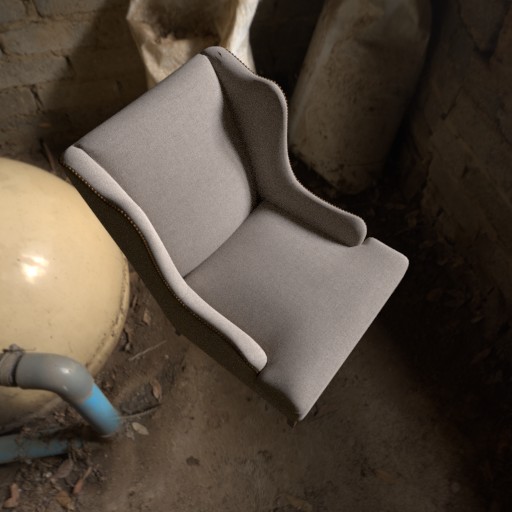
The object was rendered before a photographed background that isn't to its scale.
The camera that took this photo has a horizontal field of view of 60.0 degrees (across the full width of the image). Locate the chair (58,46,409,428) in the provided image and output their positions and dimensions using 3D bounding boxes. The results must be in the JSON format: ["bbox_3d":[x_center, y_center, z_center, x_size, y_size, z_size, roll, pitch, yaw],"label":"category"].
[{"bbox_3d":[0.000,0.000,1.645,0.940,1.029,0.737,34,65,19],"label":"chair"}]
